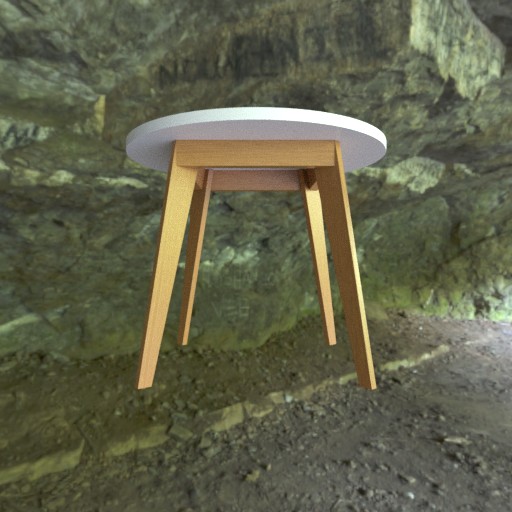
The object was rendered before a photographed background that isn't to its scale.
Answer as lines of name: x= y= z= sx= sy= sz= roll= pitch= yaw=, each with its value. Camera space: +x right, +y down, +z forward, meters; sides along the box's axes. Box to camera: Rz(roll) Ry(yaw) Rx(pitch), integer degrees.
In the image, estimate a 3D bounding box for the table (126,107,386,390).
table: x=0.000 y=0.000 z=1.587 sx=0.896 sy=0.762 sz=0.896 roll=0 pitch=0 yaw=0
